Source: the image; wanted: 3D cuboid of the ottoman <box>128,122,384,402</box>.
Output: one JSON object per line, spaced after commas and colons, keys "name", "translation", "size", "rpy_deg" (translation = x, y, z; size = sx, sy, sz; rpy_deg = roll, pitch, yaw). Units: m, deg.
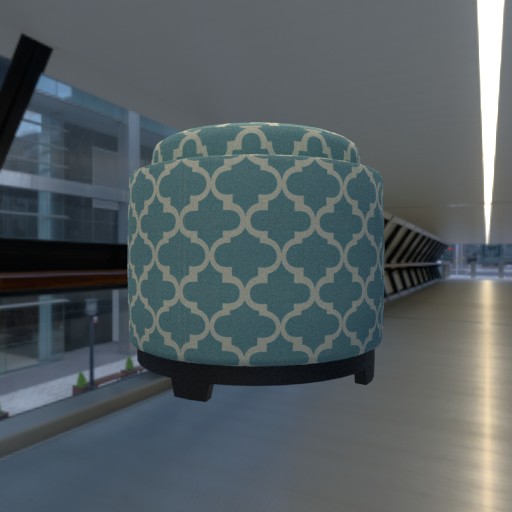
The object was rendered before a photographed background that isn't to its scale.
{"name": "ottoman", "translation": [0.000, 0.000, 0.862], "size": [0.480, 0.429, 0.480], "rpy_deg": [0, 0, 0]}
